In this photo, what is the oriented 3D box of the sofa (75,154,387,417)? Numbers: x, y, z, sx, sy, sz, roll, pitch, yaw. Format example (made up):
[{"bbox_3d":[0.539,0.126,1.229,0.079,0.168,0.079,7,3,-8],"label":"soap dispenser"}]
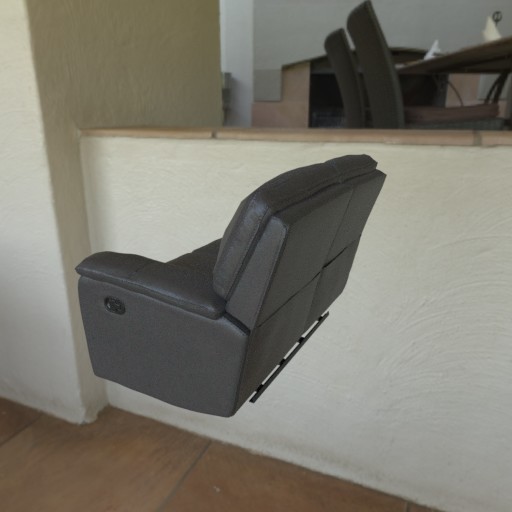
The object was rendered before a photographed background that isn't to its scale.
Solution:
[{"bbox_3d":[0.000,0.000,2.539,1.104,1.111,1.765,9,20,26],"label":"sofa"}]
